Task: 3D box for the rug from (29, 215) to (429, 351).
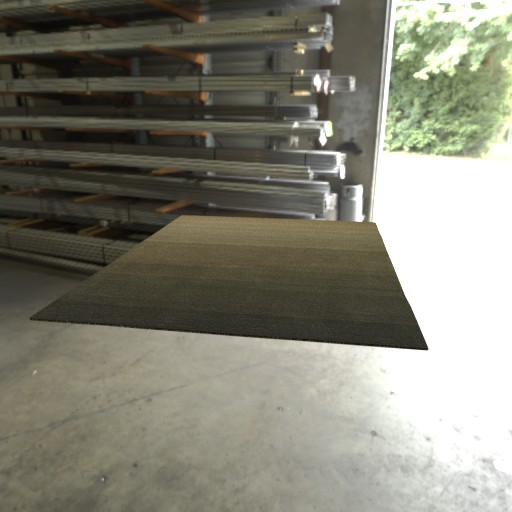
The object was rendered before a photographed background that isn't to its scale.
[{"bbox_3d":[0.000,0.000,3.873,2.315,0.015,2.932,3,18,9],"label":"rug"}]
